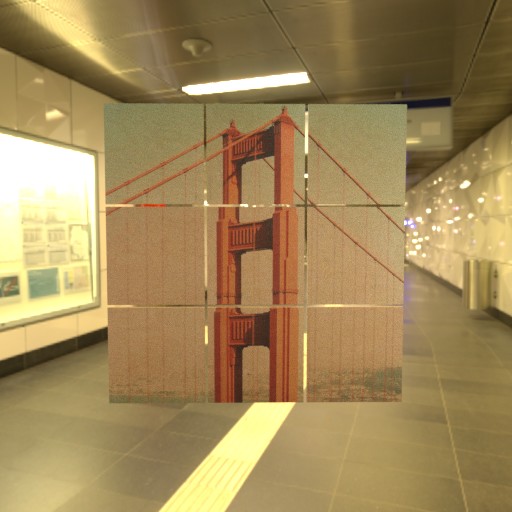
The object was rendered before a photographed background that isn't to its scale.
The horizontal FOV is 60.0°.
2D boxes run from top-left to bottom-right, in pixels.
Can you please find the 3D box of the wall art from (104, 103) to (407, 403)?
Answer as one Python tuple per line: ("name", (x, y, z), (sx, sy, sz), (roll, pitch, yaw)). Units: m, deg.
("wall art", (0.000, 0.000, 1.813), (1.214, 1.219, 0.013), (0, 3, -1))
